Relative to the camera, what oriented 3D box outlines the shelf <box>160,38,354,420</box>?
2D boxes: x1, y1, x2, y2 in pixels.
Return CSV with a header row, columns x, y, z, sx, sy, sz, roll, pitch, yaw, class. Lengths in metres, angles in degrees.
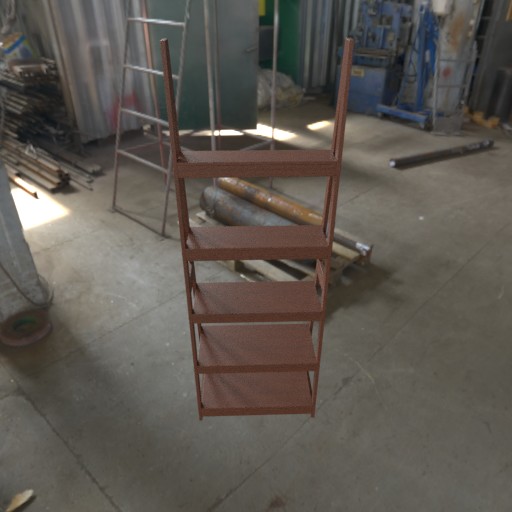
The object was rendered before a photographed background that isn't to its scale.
x,y,z,sx,sy,sz,roll,pitch,yaw,class
0.000,0.000,1.970,0.600,1.770,0.350,-1,32,-2,shelf
